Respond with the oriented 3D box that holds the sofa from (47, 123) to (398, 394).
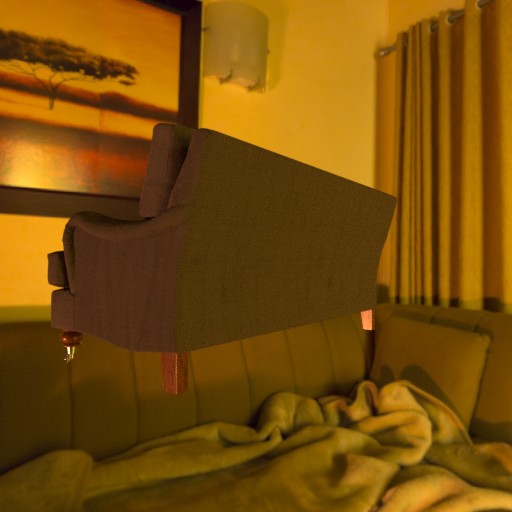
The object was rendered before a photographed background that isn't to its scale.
[{"bbox_3d":[0.000,0.000,2.737,1.086,1.087,2.165,-1,-1,36],"label":"sofa"}]
